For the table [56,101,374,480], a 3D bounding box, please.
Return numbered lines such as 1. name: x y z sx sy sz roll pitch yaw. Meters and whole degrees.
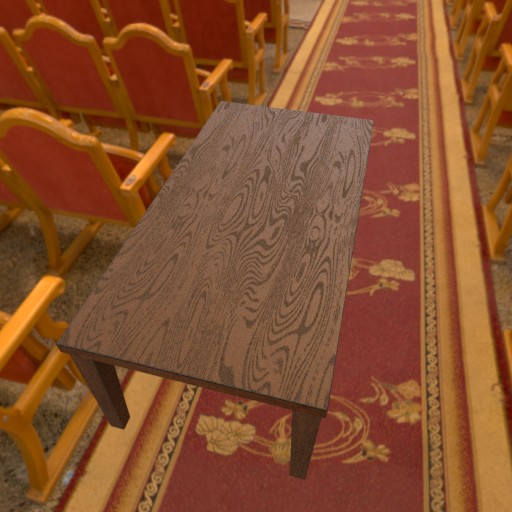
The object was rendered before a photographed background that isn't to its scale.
1. table: 0.000 0.000 2.494 1.016 0.762 1.981 11 47 10
